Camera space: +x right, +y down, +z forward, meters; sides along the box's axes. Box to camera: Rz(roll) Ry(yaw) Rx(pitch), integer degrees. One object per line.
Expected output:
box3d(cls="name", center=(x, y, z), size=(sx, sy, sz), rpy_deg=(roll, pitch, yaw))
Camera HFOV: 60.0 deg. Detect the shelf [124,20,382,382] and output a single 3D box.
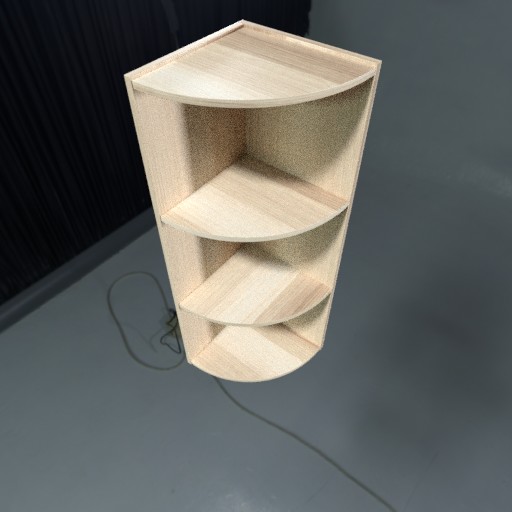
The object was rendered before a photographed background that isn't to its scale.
box3d(cls="shelf", center=(0.000, 0.000, 1.018), size=(0.290, 0.872, 0.290), rpy_deg=(30, 54, 25))
